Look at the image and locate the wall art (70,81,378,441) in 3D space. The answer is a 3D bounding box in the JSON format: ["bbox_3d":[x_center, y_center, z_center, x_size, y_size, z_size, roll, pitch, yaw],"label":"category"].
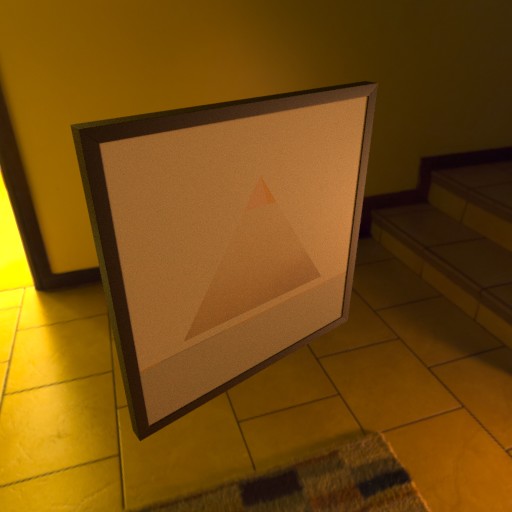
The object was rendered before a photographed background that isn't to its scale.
[{"bbox_3d":[0.000,0.000,0.754,0.513,0.511,0.028,-22,36,-33],"label":"wall art"}]
